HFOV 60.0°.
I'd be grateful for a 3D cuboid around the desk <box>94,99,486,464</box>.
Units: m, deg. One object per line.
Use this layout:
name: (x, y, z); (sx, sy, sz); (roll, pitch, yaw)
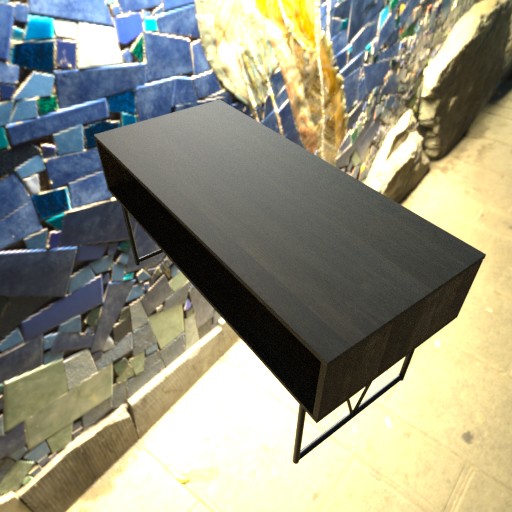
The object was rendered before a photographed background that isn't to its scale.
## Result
desk: (0.000, 0.000, 2.035); (0.730, 0.780, 1.600); (-26, 48, -27)
